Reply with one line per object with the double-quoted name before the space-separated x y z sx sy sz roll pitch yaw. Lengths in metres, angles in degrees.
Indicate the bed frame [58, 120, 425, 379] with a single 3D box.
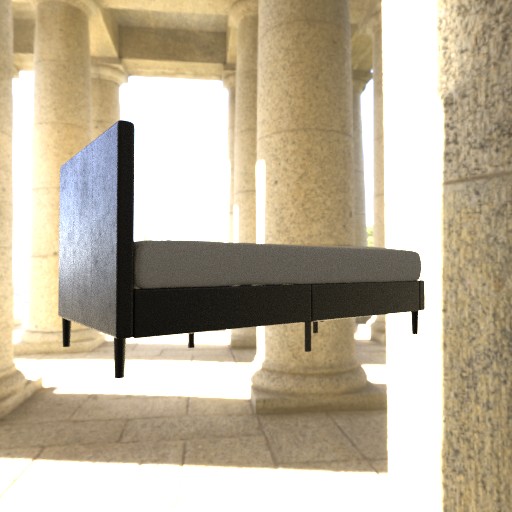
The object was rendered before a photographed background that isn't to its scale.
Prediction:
"bed frame" 0.000 0.000 2.640 2.152 1.046 1.038 1 -2 -36
